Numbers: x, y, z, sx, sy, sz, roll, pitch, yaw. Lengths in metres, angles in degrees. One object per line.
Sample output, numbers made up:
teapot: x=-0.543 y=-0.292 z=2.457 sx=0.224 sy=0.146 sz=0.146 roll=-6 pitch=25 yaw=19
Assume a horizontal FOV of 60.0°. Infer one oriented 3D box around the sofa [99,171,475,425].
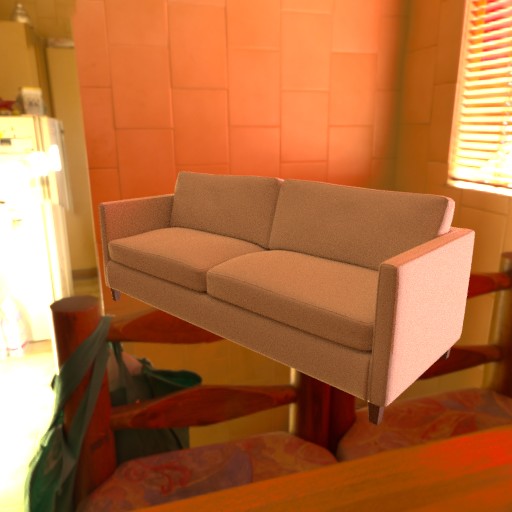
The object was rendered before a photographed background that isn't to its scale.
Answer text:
sofa: x=0.000 y=0.000 z=2.874 sx=2.361 sy=0.962 sz=0.951 roll=14 pitch=21 yaw=41
